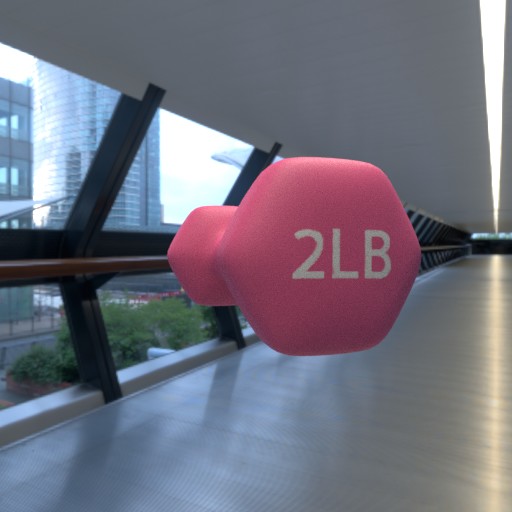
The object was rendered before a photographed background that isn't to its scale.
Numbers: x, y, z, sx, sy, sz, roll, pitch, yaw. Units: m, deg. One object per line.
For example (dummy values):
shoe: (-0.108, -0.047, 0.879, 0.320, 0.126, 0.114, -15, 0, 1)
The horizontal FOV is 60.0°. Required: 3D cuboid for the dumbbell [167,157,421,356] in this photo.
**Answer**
dumbbell: (0.000, 0.000, 0.179, 0.058, 0.053, 0.146, 0, 0, -17)
